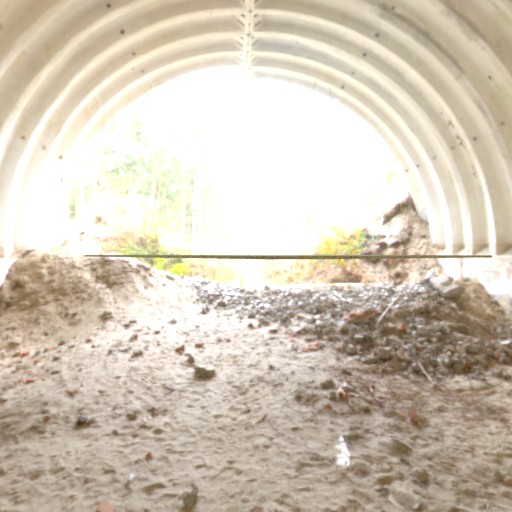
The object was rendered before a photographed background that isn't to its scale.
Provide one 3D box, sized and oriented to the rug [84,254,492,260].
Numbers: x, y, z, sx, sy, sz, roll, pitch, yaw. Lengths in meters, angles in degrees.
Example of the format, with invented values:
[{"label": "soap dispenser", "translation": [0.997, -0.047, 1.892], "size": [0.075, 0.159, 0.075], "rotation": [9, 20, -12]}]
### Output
[{"label": "rug", "translation": [0.000, 0.000, 2.889], "size": [1.547, 0.013, 2.283], "rotation": [0, 0, -36]}]
